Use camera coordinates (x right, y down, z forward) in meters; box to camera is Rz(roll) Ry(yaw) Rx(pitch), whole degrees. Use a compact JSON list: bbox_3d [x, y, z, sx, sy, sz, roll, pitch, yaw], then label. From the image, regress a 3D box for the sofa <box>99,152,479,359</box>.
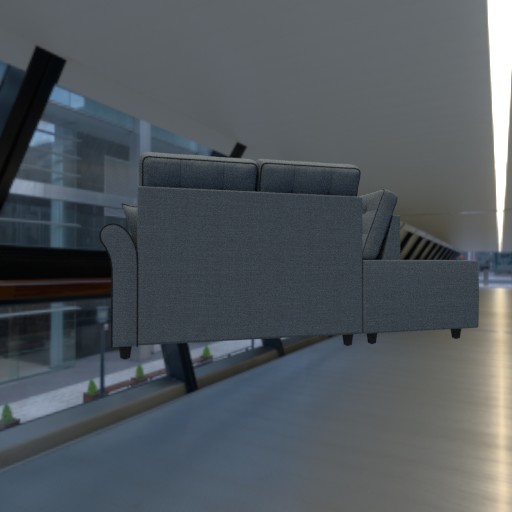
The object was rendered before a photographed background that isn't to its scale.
[{"bbox_3d":[0.000,0.000,3.243,2.070,0.988,2.068,0,-1,-17],"label":"sofa"}]
